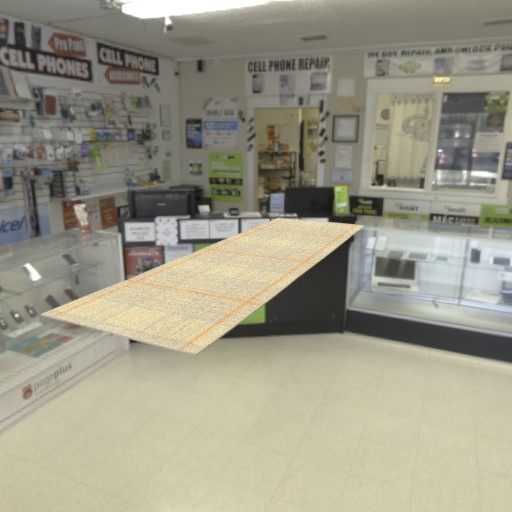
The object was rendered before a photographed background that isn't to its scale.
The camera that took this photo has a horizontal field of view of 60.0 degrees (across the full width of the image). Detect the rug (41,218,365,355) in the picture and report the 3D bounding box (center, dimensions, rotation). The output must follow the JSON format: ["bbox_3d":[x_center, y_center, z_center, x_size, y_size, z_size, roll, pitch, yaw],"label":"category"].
[{"bbox_3d":[0.000,0.000,2.713,0.770,0.016,2.442,8,17,25],"label":"rug"}]
